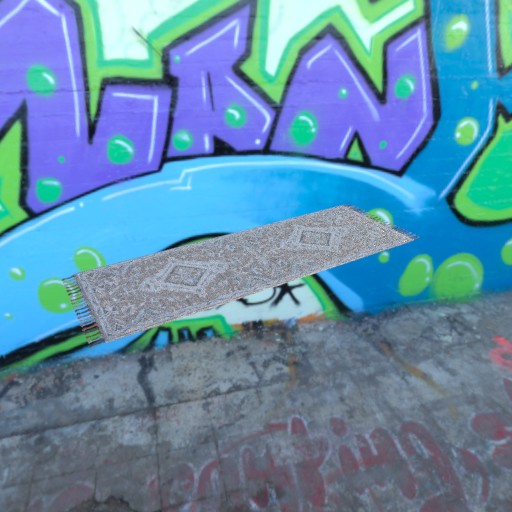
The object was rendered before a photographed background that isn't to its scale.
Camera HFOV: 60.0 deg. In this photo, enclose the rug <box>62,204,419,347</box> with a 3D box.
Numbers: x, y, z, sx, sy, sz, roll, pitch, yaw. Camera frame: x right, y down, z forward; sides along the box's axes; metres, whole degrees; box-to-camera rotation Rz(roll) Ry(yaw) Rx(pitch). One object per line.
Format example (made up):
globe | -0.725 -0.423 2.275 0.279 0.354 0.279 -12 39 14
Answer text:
rug | 0.000 0.000 2.882 2.378 0.018 1.324 -7 30 -13
